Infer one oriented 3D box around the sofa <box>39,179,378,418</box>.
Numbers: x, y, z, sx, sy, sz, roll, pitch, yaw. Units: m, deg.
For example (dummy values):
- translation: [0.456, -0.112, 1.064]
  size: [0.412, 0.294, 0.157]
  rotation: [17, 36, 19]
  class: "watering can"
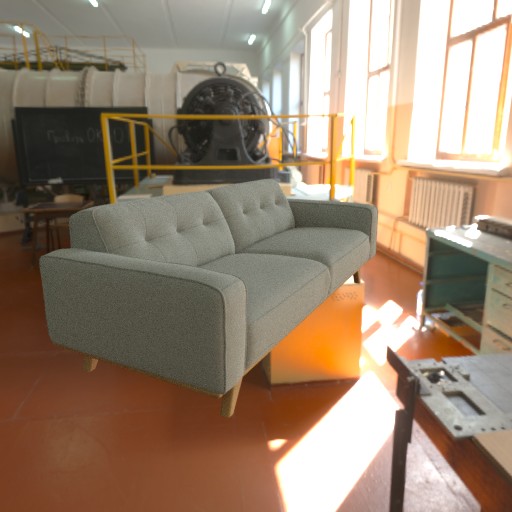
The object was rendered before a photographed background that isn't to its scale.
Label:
- translation: [0.000, 0.000, 2.673]
  size: [0.956, 0.781, 2.270]
  rotation: [8, 16, 27]
  class: "sofa"
